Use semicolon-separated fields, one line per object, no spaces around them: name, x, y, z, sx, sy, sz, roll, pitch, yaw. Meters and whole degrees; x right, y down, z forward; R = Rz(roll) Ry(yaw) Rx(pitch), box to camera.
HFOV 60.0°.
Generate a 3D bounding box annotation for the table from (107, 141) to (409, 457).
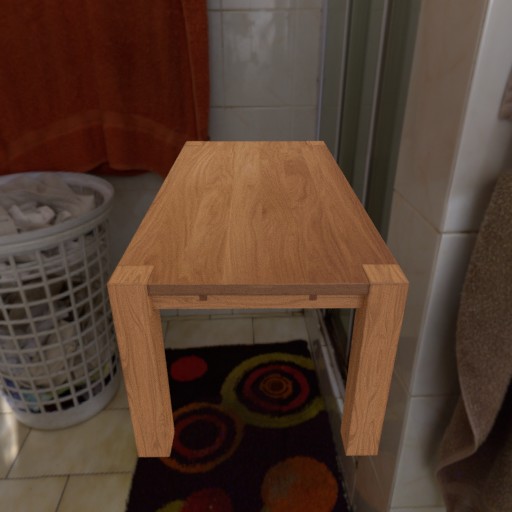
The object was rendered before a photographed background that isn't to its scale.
table;0.000;0.000;2.289;0.900;0.760;1.800;0;28;0
